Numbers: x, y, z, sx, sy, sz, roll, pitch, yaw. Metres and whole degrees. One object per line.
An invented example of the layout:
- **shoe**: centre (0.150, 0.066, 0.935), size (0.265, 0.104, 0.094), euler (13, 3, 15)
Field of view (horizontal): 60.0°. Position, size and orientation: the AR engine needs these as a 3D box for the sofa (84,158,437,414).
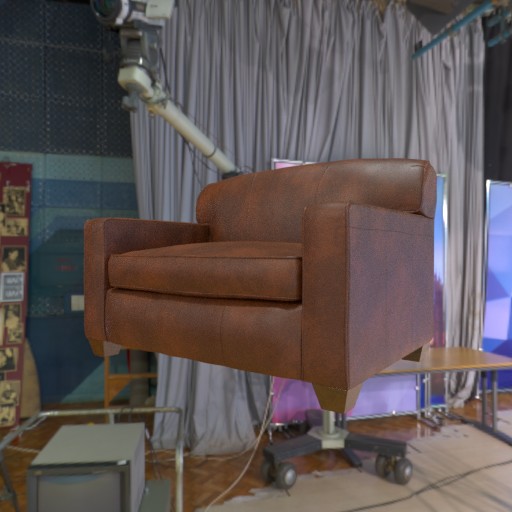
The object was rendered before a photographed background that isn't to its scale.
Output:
- **sofa**: centre (0.000, 0.000, 2.085), size (1.413, 0.956, 1.000), euler (1, 1, 36)
